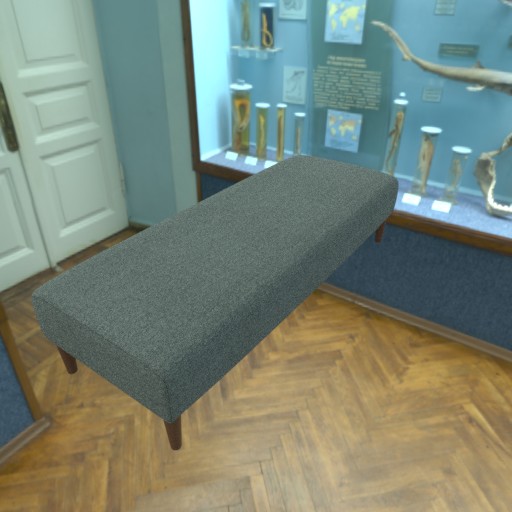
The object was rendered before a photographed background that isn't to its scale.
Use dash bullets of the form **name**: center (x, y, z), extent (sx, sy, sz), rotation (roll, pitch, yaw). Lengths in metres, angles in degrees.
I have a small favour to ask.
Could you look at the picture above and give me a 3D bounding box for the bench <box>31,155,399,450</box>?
- **bench**: center (0.000, 0.000, 1.851), extent (0.631, 0.384, 1.598), rotation (21, 37, 30)
